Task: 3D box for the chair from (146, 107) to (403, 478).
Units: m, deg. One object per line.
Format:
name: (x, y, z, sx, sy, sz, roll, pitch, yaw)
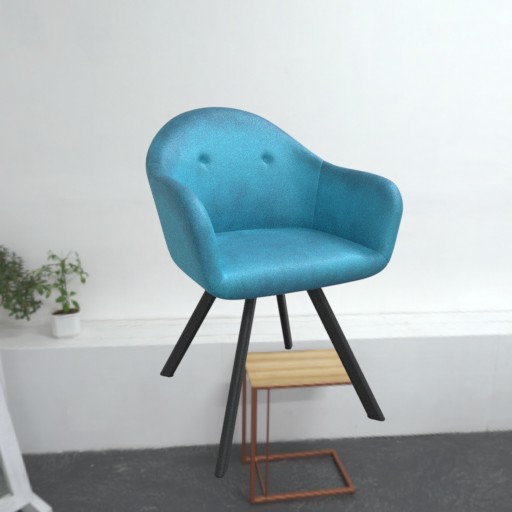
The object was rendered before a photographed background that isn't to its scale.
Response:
chair: (0.000, 0.000, 1.176, 0.540, 0.780, 0.570, -7, 16, -25)
